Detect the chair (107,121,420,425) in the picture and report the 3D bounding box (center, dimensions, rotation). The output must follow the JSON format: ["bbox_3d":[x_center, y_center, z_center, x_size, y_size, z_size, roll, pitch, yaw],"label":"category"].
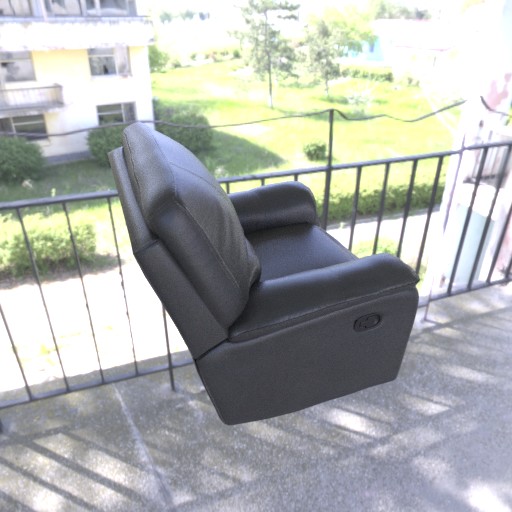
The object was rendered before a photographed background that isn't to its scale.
[{"bbox_3d":[0.000,0.000,1.976,1.087,1.109,1.096,-10,31,-17],"label":"chair"}]
